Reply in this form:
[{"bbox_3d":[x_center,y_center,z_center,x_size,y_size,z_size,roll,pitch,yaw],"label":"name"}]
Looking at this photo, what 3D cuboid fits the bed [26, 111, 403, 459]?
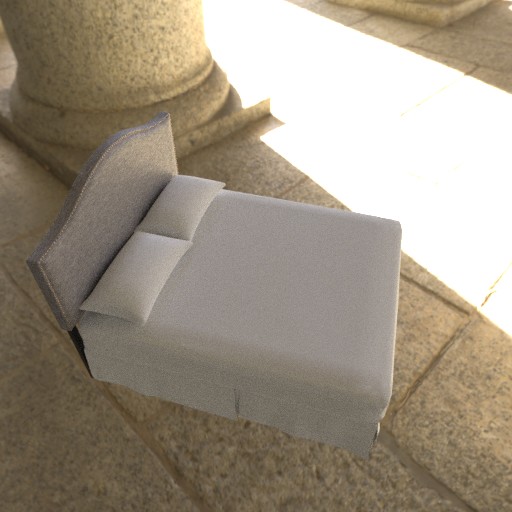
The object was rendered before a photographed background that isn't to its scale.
[{"bbox_3d":[0.000,0.000,2.820,1.870,1.295,1.610,11,46,11],"label":"bed"}]
